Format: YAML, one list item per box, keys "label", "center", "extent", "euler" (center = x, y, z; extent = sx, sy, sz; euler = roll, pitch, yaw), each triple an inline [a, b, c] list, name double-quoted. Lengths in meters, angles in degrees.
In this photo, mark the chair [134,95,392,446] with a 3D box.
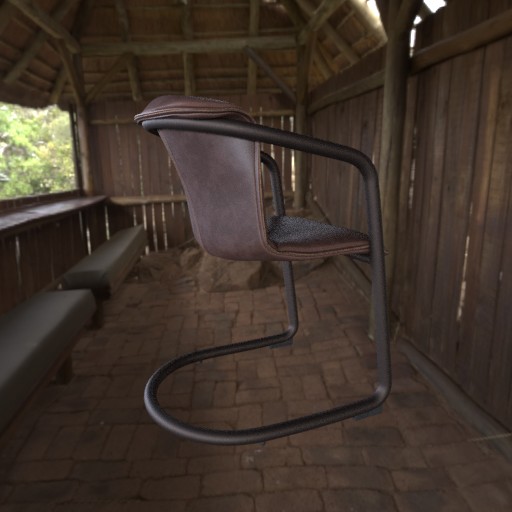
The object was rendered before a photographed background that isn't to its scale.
- label: "chair"
  center: [0.000, 0.000, 1.261]
  extent: [0.664, 0.836, 0.536]
  euler: [-6, 14, -25]
